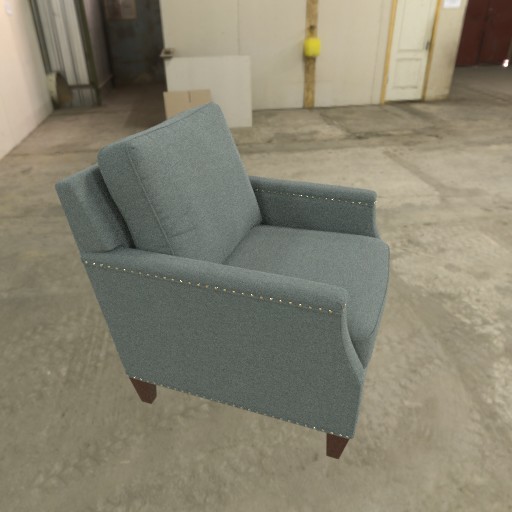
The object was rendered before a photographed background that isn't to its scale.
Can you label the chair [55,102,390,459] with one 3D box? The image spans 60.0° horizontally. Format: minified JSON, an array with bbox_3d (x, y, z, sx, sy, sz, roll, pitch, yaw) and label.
[{"bbox_3d":[0.000,0.000,1.761,1.031,1.031,0.885,10,31,17],"label":"chair"}]
